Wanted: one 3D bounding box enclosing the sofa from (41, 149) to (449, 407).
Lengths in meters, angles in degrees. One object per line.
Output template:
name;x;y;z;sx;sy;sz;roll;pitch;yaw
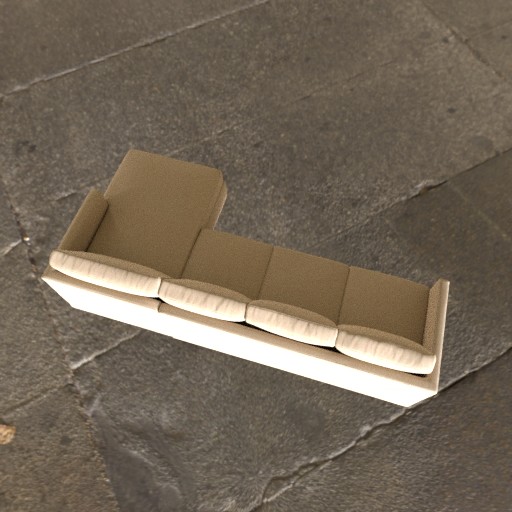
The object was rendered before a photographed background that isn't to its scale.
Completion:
sofa;0.000;0.000;3.934;3.206;0.871;1.622;15;64;7
